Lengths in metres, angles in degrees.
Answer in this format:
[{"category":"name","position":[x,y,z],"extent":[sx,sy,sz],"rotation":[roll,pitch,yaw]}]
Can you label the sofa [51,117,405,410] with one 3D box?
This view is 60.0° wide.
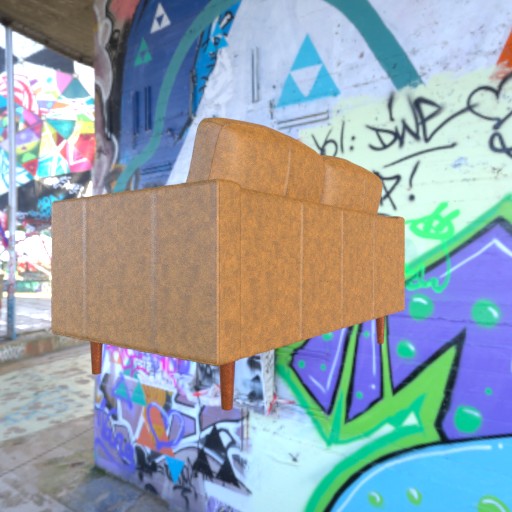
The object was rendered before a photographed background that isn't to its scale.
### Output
[{"category":"sofa","position":[0.000,0.000,2.115],"extent":[0.909,0.951,1.578],"rotation":[0,0,37]}]
